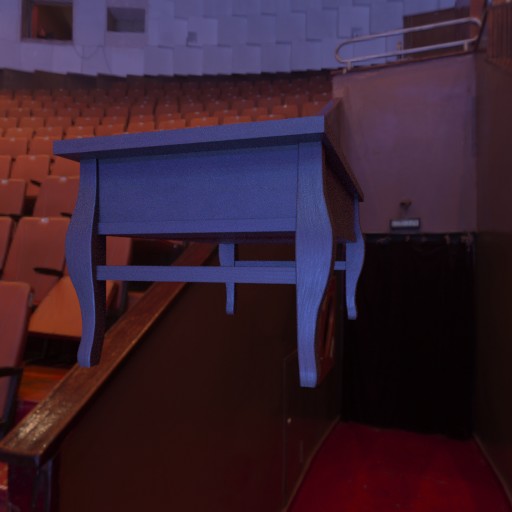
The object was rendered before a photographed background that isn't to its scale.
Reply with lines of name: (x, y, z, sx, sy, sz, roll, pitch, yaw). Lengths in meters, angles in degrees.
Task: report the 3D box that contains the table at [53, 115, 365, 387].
table: (0.000, 0.000, 1.370, 0.600, 0.494, 1.062, 0, 0, 17)
